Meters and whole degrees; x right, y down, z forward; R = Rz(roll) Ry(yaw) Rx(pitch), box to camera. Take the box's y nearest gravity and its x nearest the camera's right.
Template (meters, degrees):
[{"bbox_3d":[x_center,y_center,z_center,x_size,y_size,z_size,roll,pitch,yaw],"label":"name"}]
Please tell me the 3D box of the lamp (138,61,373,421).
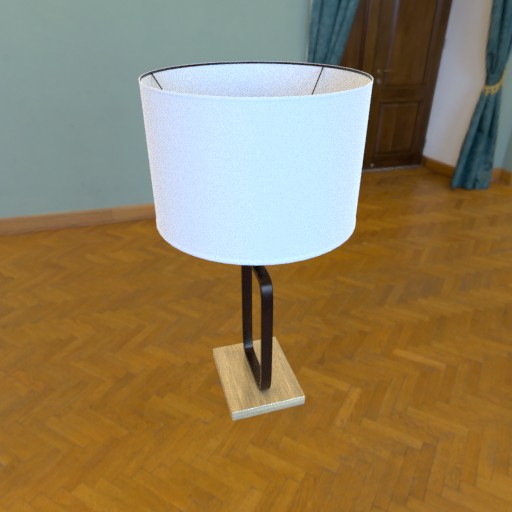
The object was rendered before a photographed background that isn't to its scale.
[{"bbox_3d":[0.000,0.000,0.666,0.279,0.508,0.279,-8,31,-14],"label":"lamp"}]
